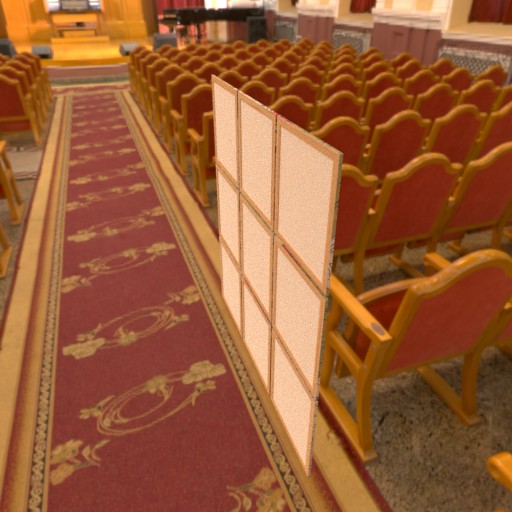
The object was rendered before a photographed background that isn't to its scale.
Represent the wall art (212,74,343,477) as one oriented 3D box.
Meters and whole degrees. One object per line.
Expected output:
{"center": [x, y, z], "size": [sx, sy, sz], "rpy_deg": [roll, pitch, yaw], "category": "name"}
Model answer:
{"center": [0.000, 0.000, 2.282], "size": [0.013, 1.534, 1.519], "rpy_deg": [-10, 32, -16], "category": "wall art"}
